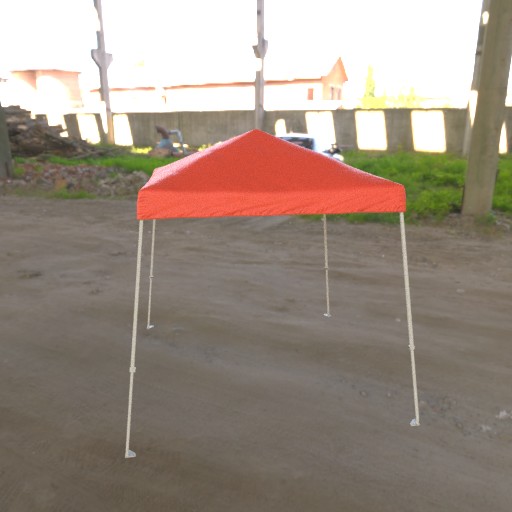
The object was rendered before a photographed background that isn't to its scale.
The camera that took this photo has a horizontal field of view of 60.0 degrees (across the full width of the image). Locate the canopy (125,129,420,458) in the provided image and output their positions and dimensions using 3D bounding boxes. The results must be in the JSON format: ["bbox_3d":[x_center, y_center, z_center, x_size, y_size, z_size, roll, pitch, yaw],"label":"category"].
[{"bbox_3d":[0.000,0.000,5.173,2.849,2.850,2.850,-3,16,-9],"label":"canopy"}]
